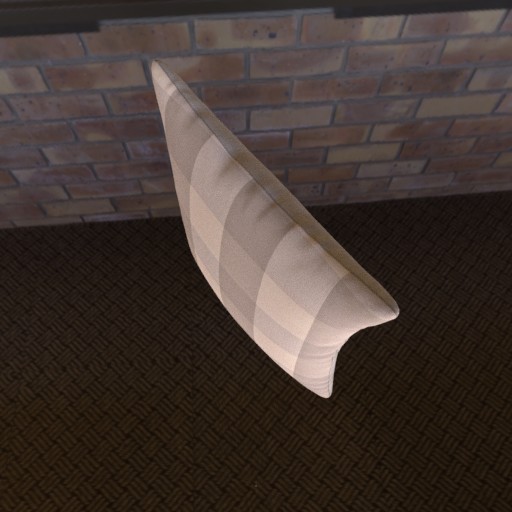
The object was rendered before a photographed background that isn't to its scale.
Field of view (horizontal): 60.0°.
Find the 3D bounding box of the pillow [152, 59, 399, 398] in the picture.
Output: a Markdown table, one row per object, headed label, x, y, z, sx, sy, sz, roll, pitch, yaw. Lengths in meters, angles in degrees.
| label | x | y | z | sx | sy | sz | roll | pitch | yaw |
| --- | --- | --- | --- | --- | --- | --- | --- | --- | --- |
| pillow | 0.000 | 0.000 | 0.799 | 0.161 | 0.509 | 0.511 | -34 | 68 | -16 |
